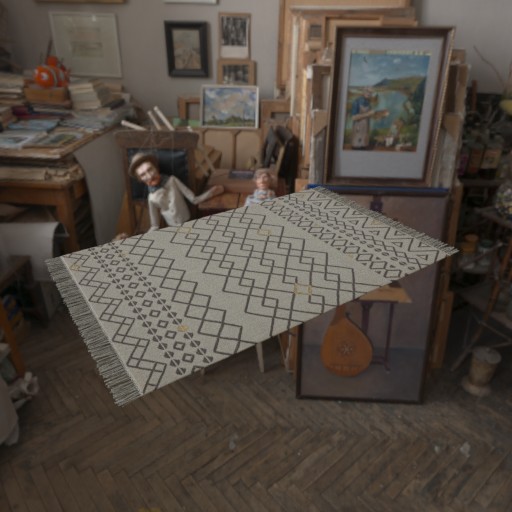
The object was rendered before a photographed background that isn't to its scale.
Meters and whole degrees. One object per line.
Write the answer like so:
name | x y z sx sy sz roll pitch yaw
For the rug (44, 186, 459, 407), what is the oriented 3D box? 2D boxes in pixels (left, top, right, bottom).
rug | 0.000 0.000 3.048 2.472 0.035 1.495 -19 35 -29
